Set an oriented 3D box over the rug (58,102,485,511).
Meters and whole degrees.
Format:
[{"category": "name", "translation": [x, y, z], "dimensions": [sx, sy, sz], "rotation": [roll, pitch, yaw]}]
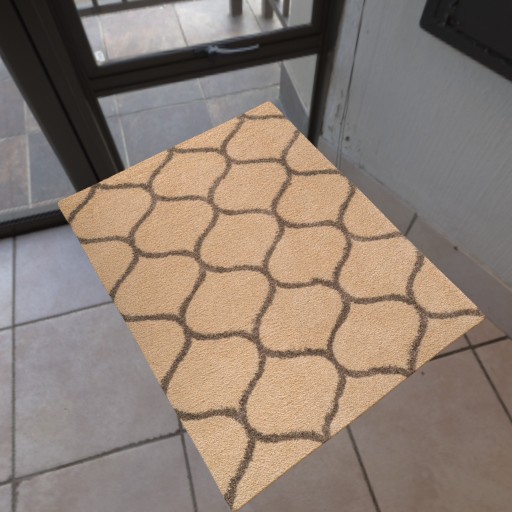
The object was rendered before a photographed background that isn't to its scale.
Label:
[{"category": "rug", "translation": [0.000, 0.000, 3.802], "dimensions": [2.399, 0.026, 3.000], "rotation": [-31, 65, -16]}]
